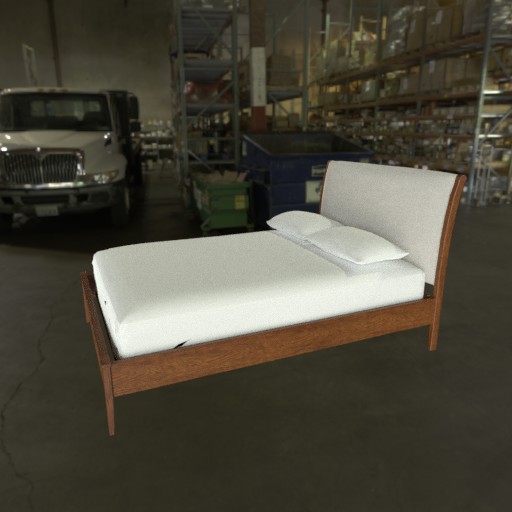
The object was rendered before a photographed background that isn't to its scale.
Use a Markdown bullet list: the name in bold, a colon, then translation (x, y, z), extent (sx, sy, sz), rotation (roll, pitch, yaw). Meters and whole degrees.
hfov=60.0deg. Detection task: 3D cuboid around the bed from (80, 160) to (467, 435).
- **bed**: translation (0.000, 0.000, 3.281), extent (2.380, 1.250, 1.612), rotation (-7, 18, -23)
